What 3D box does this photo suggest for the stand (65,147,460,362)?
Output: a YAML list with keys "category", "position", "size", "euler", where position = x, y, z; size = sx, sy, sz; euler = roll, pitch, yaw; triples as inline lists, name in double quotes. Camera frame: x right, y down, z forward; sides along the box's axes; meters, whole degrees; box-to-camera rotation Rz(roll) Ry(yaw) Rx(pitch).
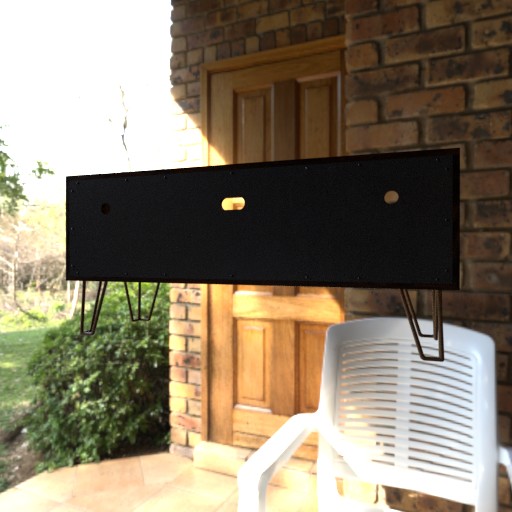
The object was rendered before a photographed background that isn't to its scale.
- category: "stand"
  position: [0.000, 0.000, 1.688]
  size: [1.372, 0.610, 0.481]
  euler: [0, 0, 19]
